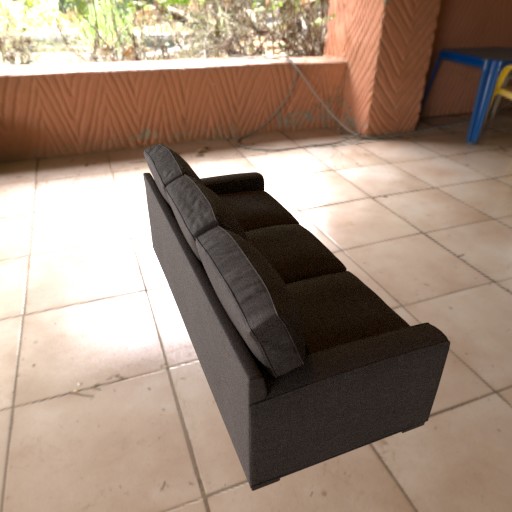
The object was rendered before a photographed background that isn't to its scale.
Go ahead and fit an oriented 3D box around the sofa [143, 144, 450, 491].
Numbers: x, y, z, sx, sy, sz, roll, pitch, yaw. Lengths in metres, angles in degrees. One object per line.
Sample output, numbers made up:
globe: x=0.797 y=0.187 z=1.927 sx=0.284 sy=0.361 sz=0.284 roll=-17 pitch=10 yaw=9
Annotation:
sofa: x=0.000 y=0.000 z=2.846 sx=1.004 sy=0.978 sz=2.369 roll=-12 pitch=33 yaw=-19
